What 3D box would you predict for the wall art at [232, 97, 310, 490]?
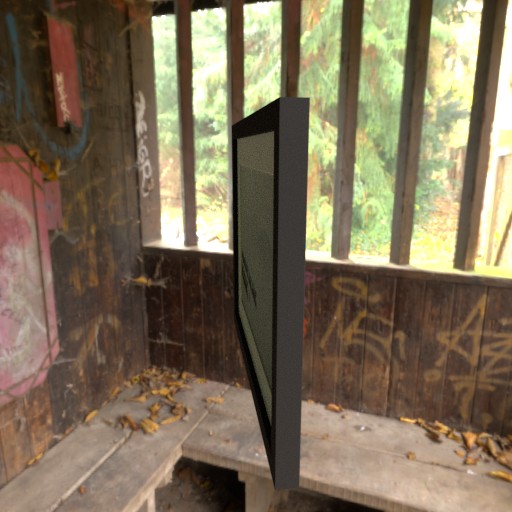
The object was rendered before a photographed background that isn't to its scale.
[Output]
[{"bbox_3d":[0.000,0.000,0.756,0.030,0.454,0.554,-2,14,-8],"label":"wall art"}]
